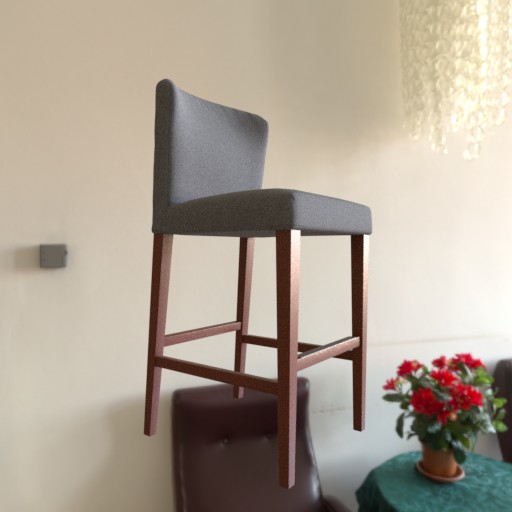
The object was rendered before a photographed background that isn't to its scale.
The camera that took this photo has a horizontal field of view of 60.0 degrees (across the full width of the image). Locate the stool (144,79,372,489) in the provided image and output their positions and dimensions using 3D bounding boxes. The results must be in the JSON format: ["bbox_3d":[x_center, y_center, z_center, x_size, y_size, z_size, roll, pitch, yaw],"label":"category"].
[{"bbox_3d":[0.000,0.000,1.340,0.568,1.069,0.481,1,1,37],"label":"stool"}]
